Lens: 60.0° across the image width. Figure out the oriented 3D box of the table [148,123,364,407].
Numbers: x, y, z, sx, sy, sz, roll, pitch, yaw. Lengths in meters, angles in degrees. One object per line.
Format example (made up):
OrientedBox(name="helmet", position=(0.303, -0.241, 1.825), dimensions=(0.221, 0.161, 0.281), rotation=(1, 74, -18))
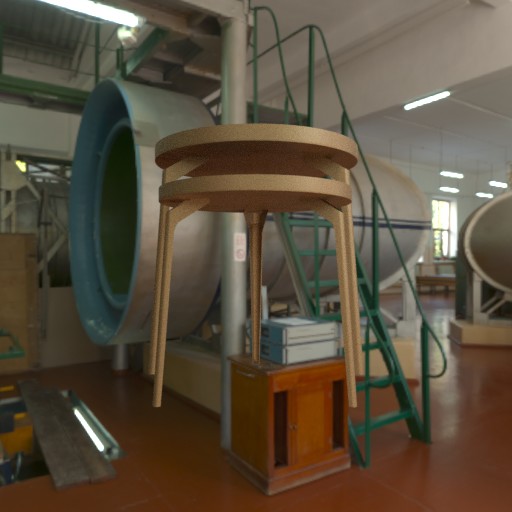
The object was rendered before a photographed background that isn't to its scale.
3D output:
OrientedBox(name="table", position=(0.000, 0.000, 1.108), dimensions=(0.532, 0.555, 0.751), rotation=(0, 0, 0))
